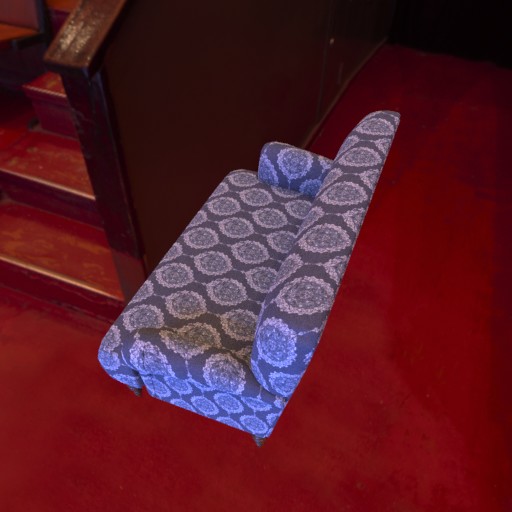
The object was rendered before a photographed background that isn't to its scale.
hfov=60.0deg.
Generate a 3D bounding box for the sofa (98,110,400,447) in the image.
[{"bbox_3d":[0.000,0.000,1.793,0.779,0.867,1.297,17,49,15],"label":"sofa"}]
